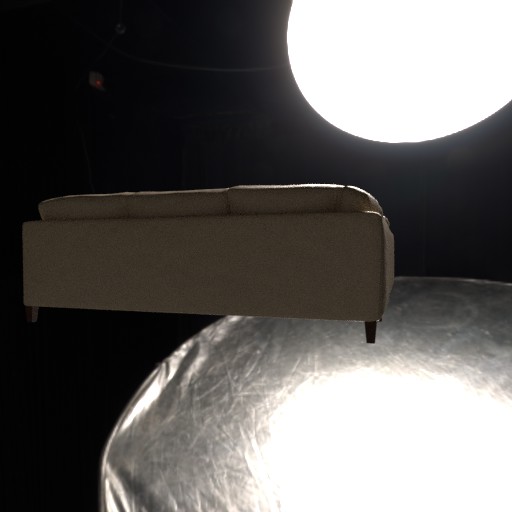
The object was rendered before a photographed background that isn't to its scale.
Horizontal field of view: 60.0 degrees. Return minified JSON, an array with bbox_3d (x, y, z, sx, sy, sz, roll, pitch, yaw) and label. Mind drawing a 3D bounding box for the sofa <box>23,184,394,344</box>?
[{"bbox_3d":[0.000,0.000,4.393,2.593,0.947,3.302,0,1,18],"label":"sofa"}]
